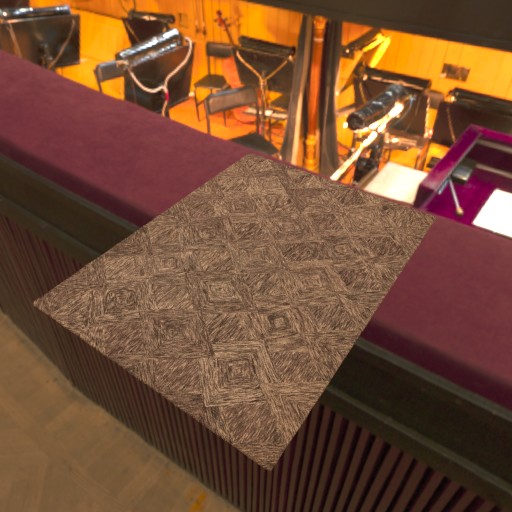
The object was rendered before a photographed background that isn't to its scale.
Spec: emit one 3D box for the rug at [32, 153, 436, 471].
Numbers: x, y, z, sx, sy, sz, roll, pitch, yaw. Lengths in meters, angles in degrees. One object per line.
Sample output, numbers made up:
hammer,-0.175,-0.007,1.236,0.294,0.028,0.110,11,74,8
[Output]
rug,0.000,0.000,4.236,2.448,0.017,3.204,25,47,25
